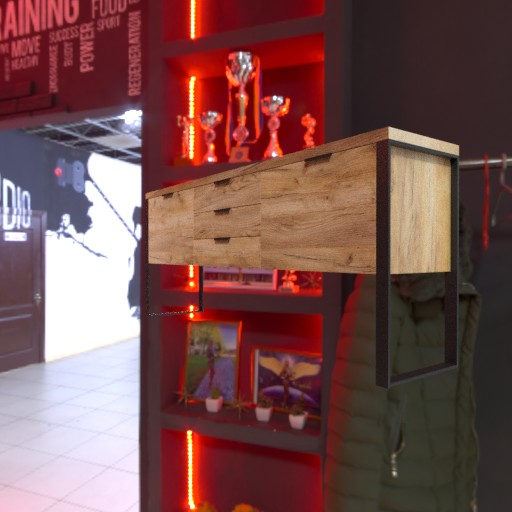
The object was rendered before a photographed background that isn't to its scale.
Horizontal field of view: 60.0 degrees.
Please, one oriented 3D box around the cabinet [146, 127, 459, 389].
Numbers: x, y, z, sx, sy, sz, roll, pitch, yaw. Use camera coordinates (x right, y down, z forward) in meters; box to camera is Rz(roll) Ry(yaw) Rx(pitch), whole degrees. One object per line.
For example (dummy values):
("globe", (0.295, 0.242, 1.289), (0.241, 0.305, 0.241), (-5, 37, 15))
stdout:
("cabinet", (0.000, 0.000, 2.122), (0.395, 0.762, 1.800), (0, 1, -36))
